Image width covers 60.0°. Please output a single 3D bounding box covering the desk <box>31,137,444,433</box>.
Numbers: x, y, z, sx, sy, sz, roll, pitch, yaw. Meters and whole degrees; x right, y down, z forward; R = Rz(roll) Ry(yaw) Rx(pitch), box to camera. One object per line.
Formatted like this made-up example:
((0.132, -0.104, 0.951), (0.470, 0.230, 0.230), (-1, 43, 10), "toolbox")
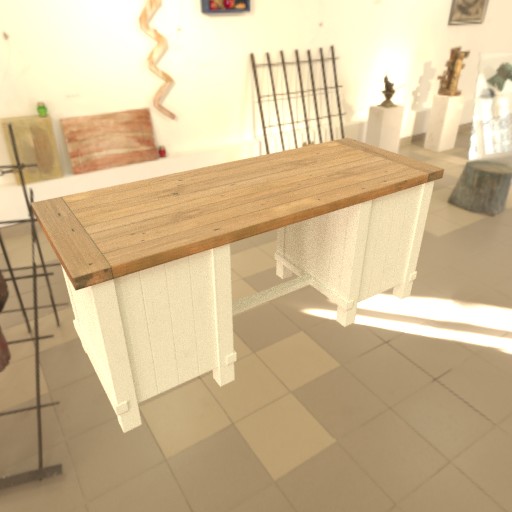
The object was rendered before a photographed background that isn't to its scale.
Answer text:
((0.000, 0.000, 2.227), (1.803, 0.760, 0.688), (-18, 35, -28), "desk")
